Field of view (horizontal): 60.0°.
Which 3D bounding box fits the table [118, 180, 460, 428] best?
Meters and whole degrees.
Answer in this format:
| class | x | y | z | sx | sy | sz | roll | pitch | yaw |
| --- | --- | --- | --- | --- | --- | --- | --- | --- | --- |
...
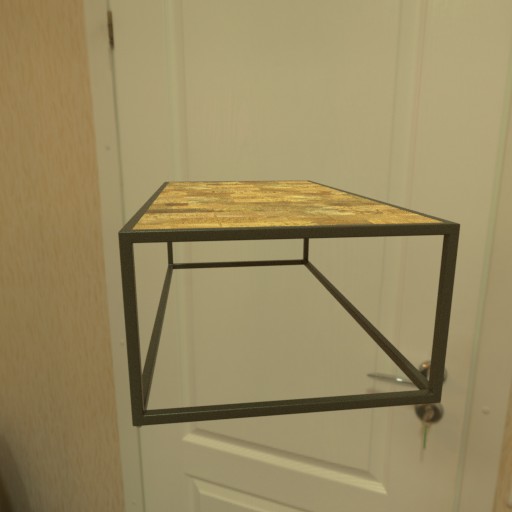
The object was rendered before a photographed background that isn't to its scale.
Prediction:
| class | x | y | z | sx | sy | sz | roll | pitch | yaw |
| --- | --- | --- | --- | --- | --- | --- | --- | --- | --- |
| table | 0.000 | 0.000 | 1.448 | 0.649 | 0.398 | 1.199 | -2 | 14 | -7 |
